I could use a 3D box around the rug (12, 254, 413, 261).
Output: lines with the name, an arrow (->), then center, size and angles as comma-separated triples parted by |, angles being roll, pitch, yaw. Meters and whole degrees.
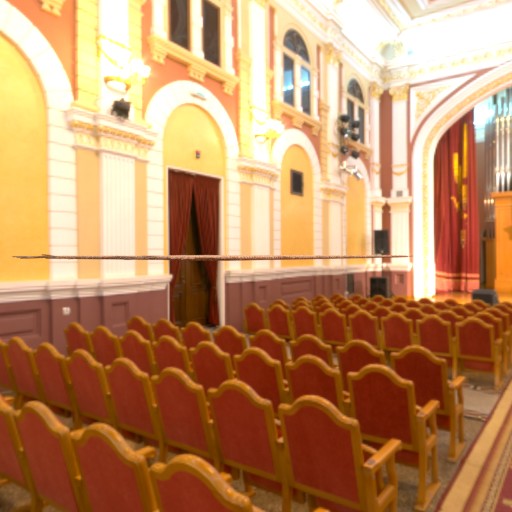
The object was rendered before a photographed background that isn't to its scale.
rug -> 0.000, 0.000, 1.992 | 0.905, 0.017, 1.718 | 0, 0, 36
